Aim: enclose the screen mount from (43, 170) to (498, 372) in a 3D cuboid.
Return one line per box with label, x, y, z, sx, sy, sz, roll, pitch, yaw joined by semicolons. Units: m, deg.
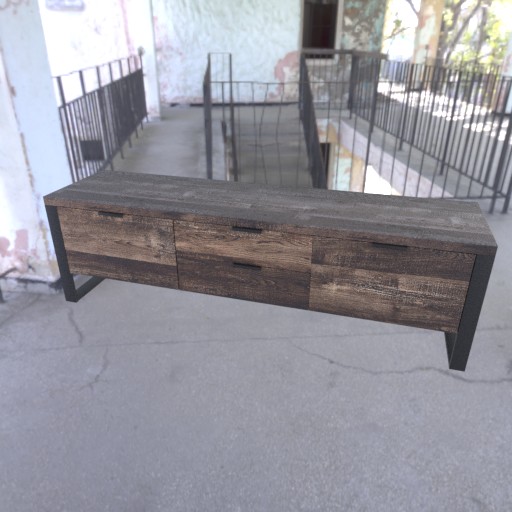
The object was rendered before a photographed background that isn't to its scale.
screen mount;0.000;0.000;1.695;1.524;0.450;0.395;7;27;15
